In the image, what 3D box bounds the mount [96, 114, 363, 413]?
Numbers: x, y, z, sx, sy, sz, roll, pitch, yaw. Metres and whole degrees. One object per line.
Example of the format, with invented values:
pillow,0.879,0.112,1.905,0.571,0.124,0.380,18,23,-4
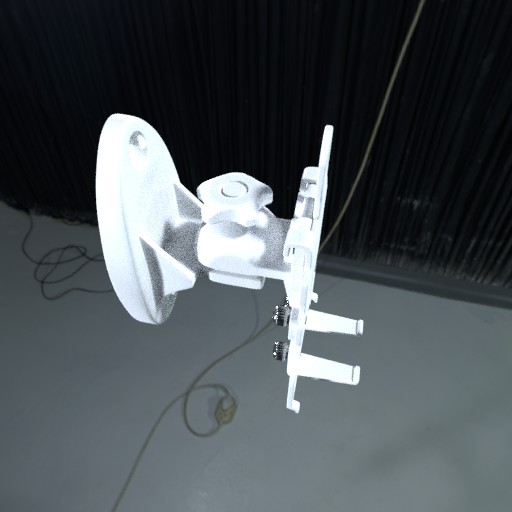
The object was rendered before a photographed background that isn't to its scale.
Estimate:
mount,0.000,0.000,0.177,0.100,0.118,0.066,9,46,9
